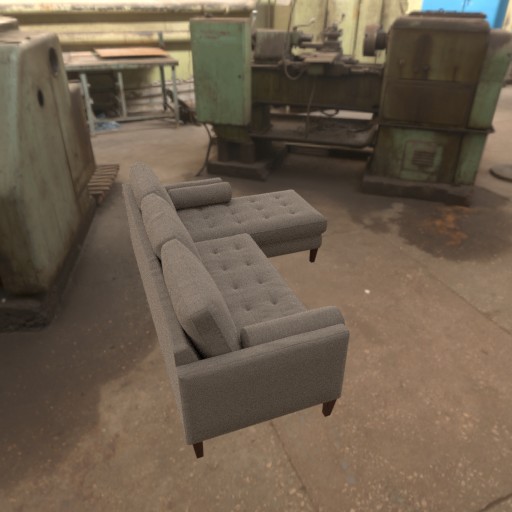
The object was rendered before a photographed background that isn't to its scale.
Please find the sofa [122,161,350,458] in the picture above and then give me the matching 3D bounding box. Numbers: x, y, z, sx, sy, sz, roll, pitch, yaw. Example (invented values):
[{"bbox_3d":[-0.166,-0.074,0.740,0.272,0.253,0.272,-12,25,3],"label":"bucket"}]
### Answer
[{"bbox_3d":[0.000,0.000,3.026,1.506,0.875,2.178,-11,33,-18],"label":"sofa"}]
